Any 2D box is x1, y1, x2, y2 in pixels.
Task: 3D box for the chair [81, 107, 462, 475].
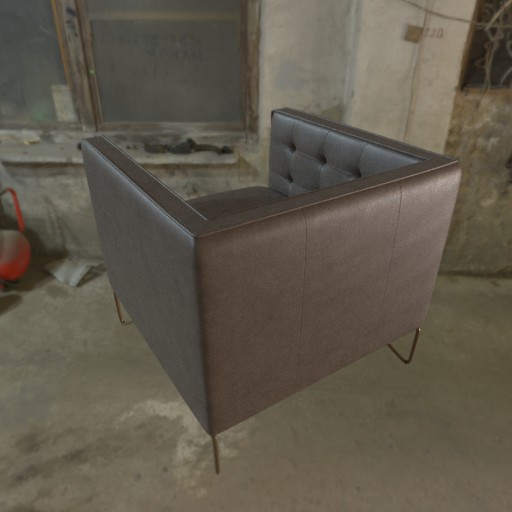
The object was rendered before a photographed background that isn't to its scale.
[{"bbox_3d":[0.000,0.000,1.567,0.880,0.790,0.894,-18,35,-28],"label":"chair"}]
